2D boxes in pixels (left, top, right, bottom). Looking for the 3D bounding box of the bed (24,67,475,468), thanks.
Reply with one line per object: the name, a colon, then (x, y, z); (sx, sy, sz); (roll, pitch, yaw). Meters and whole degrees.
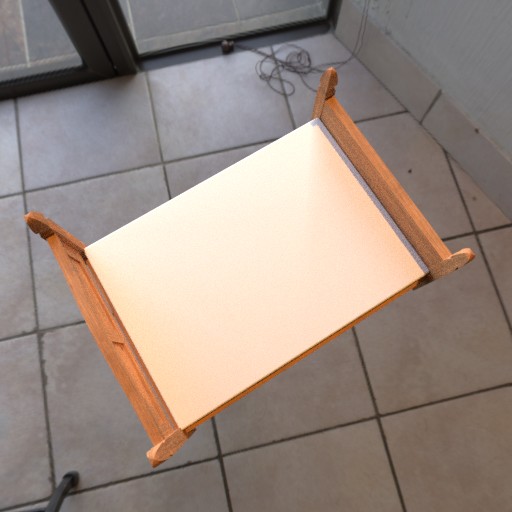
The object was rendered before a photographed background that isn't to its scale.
bed: (0.000, 0.000, 2.866); (2.069, 1.100, 1.490); (-31, 78, -7)
